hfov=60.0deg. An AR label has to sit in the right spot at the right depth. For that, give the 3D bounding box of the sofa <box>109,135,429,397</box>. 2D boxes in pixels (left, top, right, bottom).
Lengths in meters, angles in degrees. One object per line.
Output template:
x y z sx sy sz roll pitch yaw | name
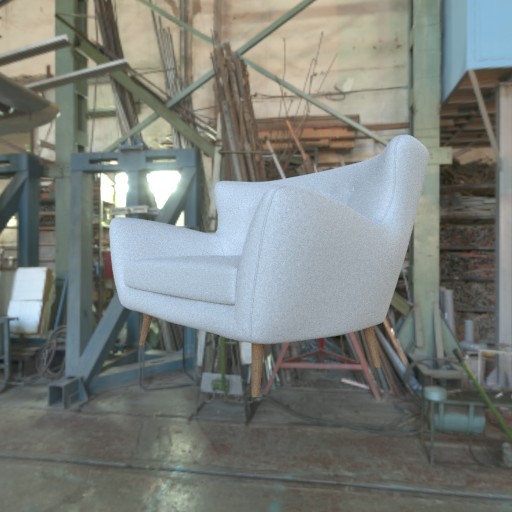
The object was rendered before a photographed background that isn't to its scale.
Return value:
0.000 0.000 1.993 0.921 0.878 1.424 0 0 -36 | sofa
